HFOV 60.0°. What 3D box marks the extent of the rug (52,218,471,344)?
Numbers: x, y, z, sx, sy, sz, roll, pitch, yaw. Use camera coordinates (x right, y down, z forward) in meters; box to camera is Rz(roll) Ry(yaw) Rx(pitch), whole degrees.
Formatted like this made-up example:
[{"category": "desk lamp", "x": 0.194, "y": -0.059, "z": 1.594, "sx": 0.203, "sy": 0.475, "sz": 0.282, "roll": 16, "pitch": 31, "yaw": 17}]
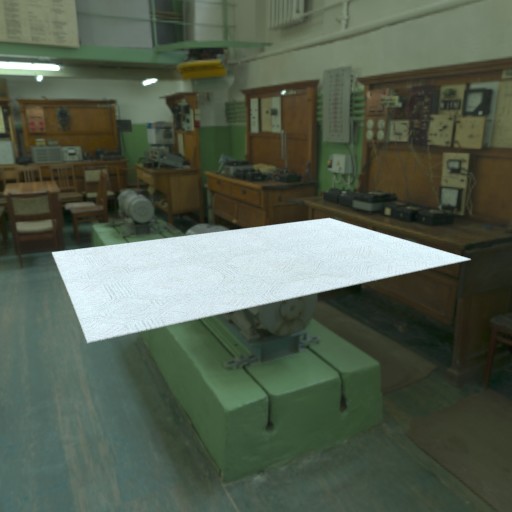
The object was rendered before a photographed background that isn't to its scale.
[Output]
[{"category": "rug", "x": 0.000, "y": 0.000, "z": 3.034, "sx": 2.440, "sy": 0.008, "sz": 1.524, "roll": -9, "pitch": 19, "yaw": -27}]
